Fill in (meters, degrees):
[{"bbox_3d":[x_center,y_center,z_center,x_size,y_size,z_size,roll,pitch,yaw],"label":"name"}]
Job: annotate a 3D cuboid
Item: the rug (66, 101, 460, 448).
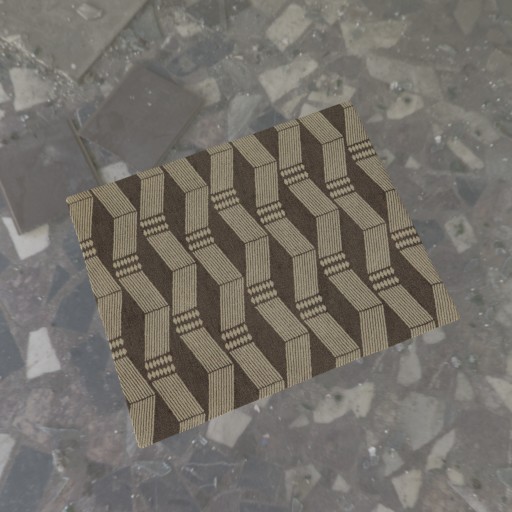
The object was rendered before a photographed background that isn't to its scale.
[{"bbox_3d":[0.000,0.000,4.174,3.048,0.016,2.438,-20,76,-5],"label":"rug"}]
